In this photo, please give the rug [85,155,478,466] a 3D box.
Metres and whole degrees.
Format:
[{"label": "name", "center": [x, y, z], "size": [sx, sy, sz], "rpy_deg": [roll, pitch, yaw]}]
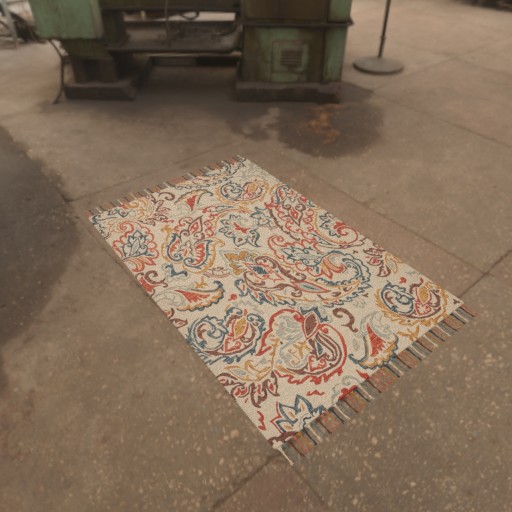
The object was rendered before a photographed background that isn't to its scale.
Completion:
[{"label": "rug", "center": [0.000, 0.000, 2.474], "size": [1.218, 0.010, 1.997], "rpy_deg": [-27, 48, -27]}]
